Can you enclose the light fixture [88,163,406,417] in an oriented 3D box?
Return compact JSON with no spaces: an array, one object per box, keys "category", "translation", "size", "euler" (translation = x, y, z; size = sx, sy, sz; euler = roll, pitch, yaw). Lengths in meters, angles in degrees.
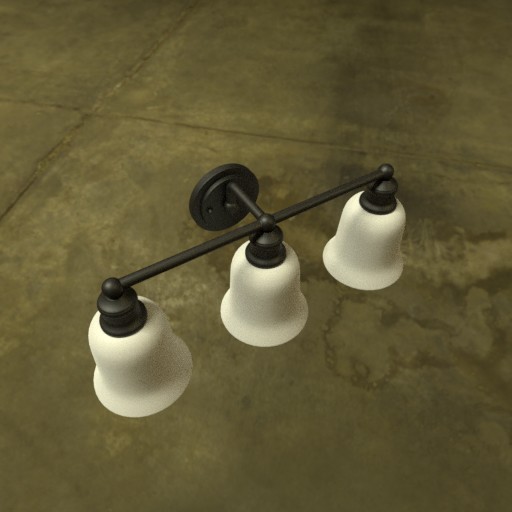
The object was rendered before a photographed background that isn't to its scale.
[{"category":"light fixture","translation":[0.000,0.000,0.674],"size":[0.570,0.211,0.198],"euler":[-24,52,-21]}]
